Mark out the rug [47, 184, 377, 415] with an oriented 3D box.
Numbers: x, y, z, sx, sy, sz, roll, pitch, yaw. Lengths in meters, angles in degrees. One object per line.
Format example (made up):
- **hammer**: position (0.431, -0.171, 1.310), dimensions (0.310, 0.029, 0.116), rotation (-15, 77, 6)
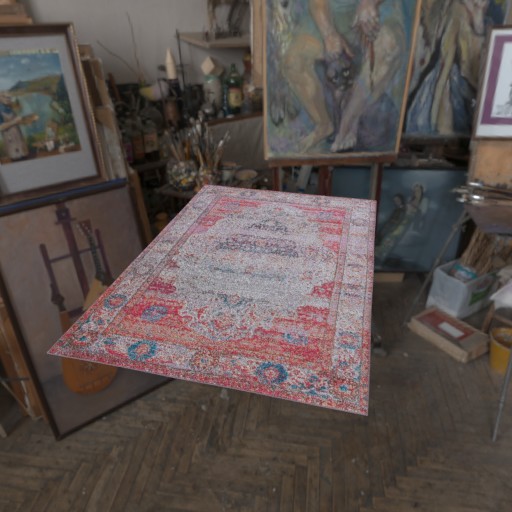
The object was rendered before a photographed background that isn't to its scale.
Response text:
- **rug**: position (0.000, 0.000, 2.353), dimensions (1.219, 0.006, 1.829), rotation (7, 31, 12)
